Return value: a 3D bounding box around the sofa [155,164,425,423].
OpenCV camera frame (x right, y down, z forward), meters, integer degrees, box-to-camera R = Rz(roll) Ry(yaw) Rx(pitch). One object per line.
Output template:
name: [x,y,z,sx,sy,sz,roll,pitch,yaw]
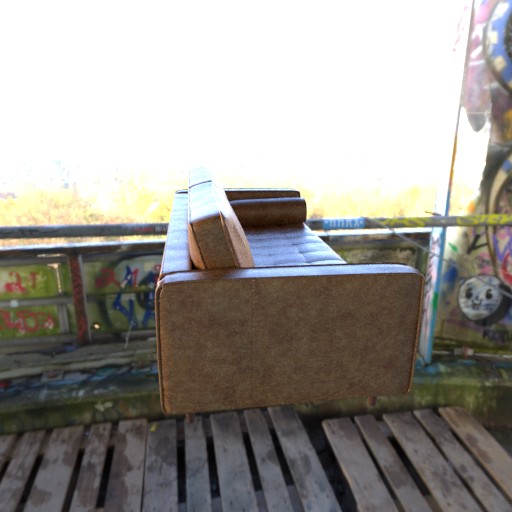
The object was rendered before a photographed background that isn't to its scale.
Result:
sofa: [0.000,0.000,2.386,0.924,0.825,1.920,-2,18,-8]
